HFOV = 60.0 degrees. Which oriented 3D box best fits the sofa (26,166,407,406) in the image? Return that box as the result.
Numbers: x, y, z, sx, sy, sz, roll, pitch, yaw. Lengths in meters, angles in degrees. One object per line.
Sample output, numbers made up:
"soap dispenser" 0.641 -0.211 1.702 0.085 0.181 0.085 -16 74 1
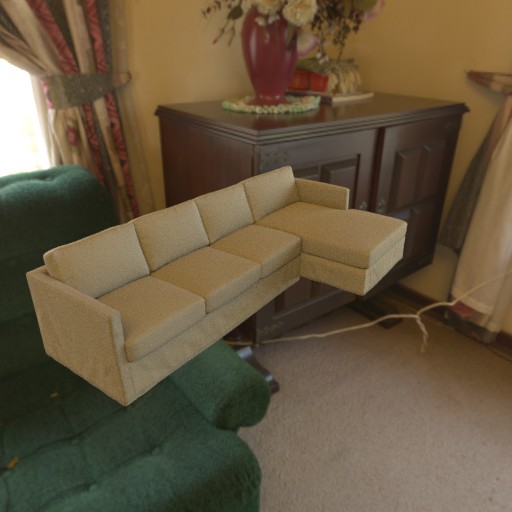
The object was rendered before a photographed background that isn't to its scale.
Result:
"sofa" 0.000 0.000 3.873 1.622 0.867 3.177 18 31 32
